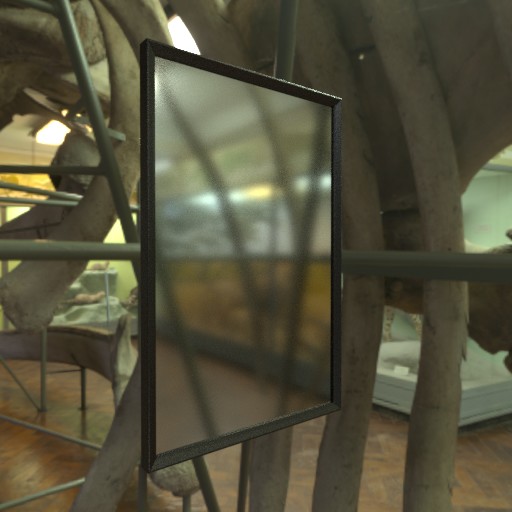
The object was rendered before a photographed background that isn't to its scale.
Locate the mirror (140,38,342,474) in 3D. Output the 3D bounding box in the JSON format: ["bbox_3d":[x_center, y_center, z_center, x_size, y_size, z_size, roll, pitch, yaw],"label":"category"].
[{"bbox_3d":[0.000,0.000,1.133,0.609,0.915,0.041,-1,1,-38],"label":"mirror"}]
